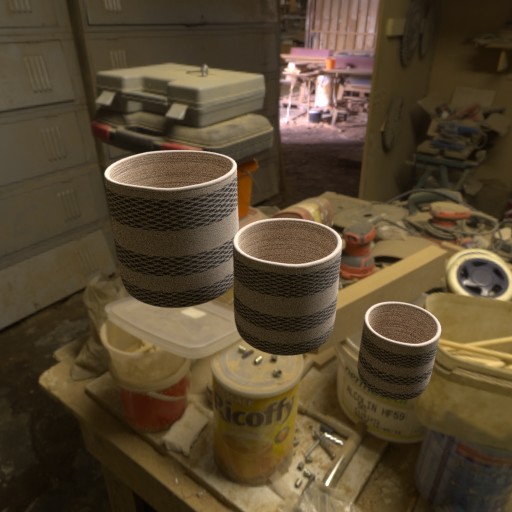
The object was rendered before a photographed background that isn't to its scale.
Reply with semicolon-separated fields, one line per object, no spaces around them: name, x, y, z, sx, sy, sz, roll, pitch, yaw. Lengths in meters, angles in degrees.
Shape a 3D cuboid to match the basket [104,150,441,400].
basket;0.000;0.000;1.105;0.917;0.356;0.351;21;35;33
